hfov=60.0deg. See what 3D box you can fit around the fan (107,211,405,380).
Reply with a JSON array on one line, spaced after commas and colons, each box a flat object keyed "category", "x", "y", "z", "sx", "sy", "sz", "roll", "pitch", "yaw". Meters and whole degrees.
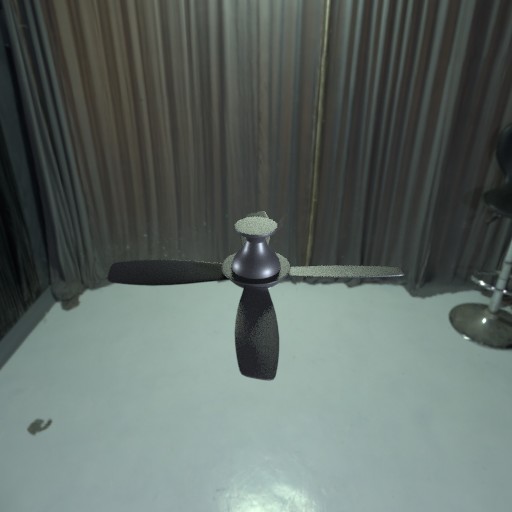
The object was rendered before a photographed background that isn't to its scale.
[{"category": "fan", "x": 0.000, "y": 0.000, "z": 2.508, "sx": 1.694, "sy": 0.382, "sz": 1.694, "roll": 0, "pitch": 29, "yaw": 0}]
